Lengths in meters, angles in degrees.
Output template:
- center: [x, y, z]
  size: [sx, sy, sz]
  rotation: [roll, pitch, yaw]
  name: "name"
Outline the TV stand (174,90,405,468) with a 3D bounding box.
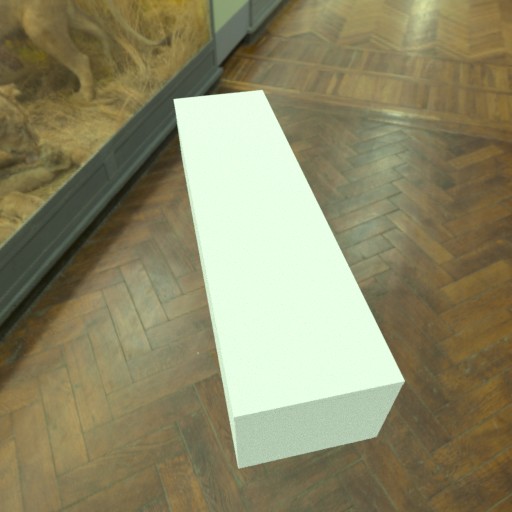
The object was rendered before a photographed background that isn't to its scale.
- center: [0.000, 0.000, 1.618]
  size: [0.401, 0.560, 1.398]
  rotation: [-9, 47, -8]
  name: "TV stand"
